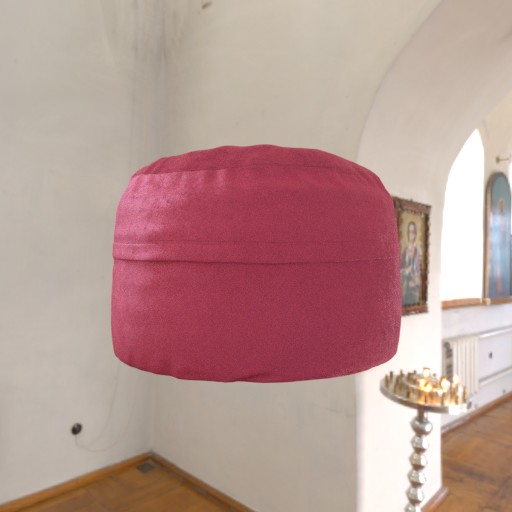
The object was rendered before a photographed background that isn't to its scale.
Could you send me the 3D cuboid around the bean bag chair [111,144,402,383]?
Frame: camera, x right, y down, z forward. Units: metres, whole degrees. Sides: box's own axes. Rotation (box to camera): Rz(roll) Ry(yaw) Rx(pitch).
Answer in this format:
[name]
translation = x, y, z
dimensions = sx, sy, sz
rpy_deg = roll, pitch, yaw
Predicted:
[bean bag chair]
translation = 0.000, 0.000, 1.932
dimensions = 1.218, 0.788, 1.218
rpy_deg = 0, 0, 0
